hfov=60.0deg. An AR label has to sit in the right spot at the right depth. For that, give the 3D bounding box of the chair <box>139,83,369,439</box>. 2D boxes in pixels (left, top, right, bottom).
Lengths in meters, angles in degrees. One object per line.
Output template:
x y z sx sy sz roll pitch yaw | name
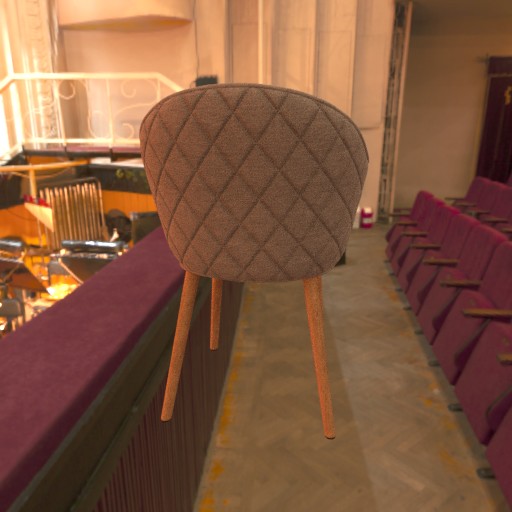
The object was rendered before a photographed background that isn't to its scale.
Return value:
0.000 0.000 1.160 0.540 0.800 0.530 2 16 9 | chair
